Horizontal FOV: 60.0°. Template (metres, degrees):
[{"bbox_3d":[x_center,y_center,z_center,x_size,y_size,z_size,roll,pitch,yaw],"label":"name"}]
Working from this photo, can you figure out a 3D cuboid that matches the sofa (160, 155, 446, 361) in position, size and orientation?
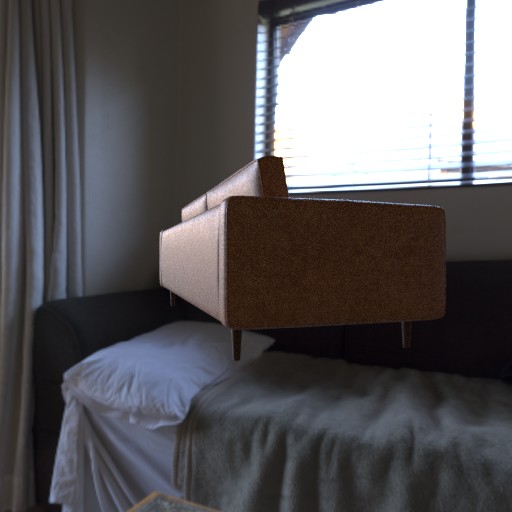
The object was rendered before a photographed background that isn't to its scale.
[{"bbox_3d":[0.000,0.000,2.638,0.919,0.770,2.200,0,0,-18],"label":"sofa"}]
